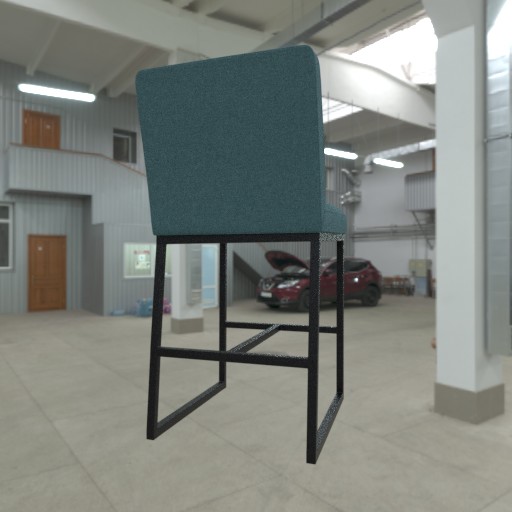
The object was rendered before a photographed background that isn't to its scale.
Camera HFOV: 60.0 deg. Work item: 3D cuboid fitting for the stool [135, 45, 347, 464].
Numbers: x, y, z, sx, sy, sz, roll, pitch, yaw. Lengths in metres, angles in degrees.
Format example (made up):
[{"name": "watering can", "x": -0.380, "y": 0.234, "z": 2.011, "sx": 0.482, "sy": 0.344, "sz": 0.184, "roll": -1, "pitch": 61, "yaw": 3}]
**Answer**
[{"name": "stool", "x": 0.000, "y": 0.000, "z": 1.286, "sx": 0.460, "sy": 0.940, "sz": 0.560, "roll": 0, "pitch": 0, "yaw": 19}]
